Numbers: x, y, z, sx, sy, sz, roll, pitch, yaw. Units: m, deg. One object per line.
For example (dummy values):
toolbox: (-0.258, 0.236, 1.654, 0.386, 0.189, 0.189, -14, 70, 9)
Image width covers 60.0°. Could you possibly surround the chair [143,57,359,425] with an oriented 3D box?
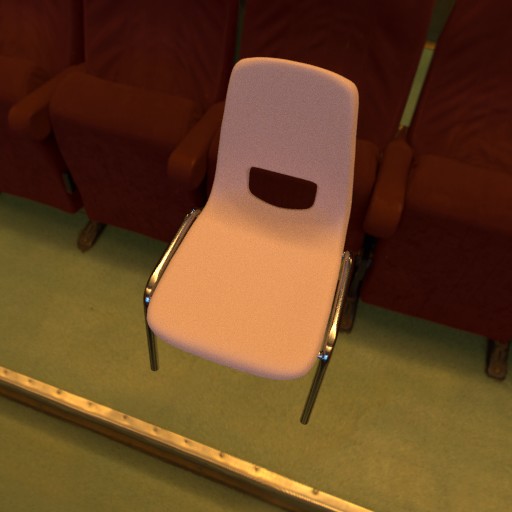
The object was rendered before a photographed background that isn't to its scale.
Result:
chair: (0.000, 0.000, 0.798, 0.354, 0.537, 0.385, 16, 59, 10)
